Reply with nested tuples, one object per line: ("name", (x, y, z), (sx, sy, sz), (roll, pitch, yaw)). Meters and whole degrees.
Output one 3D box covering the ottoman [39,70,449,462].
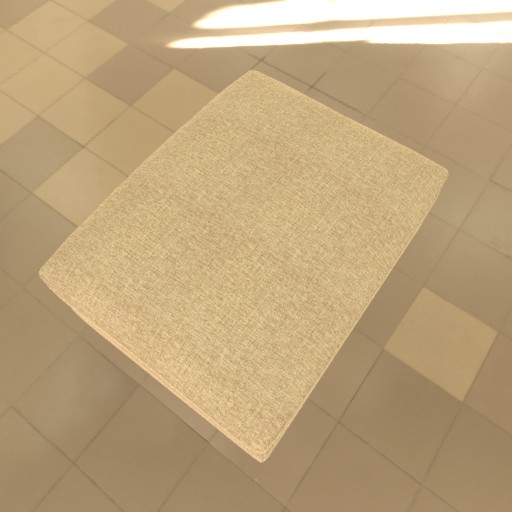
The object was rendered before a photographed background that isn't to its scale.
("ottoman", (0.000, 0.000, 1.103), (0.584, 0.513, 0.741), (33, 68, 15))
